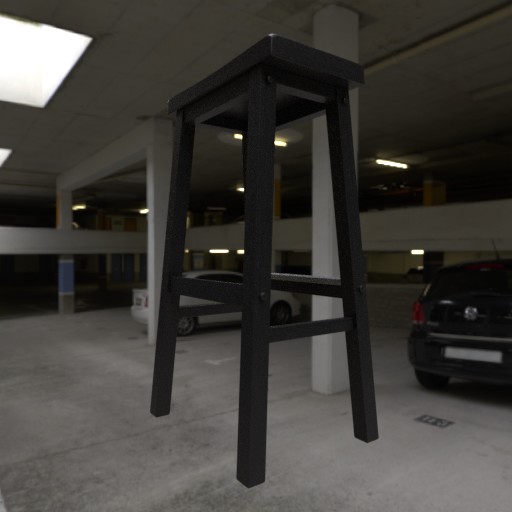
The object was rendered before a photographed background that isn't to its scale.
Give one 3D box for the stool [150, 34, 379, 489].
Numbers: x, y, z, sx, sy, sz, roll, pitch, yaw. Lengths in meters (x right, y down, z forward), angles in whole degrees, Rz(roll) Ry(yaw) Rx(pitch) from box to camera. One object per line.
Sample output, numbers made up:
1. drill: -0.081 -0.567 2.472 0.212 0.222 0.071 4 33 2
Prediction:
1. stool: 0.000 0.000 0.964 0.322 0.742 0.406 -1 1 -36
